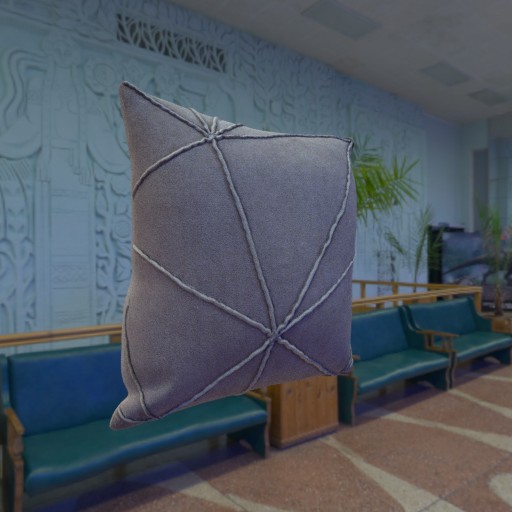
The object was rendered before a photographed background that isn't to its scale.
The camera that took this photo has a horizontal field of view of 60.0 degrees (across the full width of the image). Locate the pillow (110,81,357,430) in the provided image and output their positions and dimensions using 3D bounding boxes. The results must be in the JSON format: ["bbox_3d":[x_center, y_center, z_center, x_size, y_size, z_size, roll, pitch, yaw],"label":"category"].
[{"bbox_3d":[0.000,0.000,0.676,0.439,0.440,0.185,0,0,-36],"label":"pillow"}]
